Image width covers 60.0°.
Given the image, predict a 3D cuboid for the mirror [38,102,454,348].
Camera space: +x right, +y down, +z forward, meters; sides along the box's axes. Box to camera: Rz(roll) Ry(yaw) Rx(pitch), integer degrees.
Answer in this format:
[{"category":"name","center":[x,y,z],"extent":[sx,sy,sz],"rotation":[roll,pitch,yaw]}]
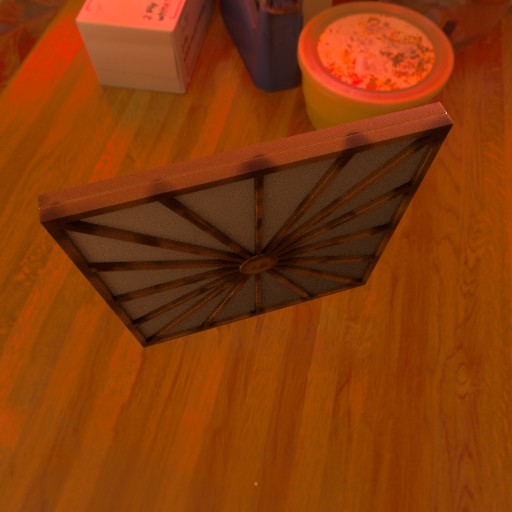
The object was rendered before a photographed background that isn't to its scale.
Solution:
[{"category":"mirror","center":[0.000,0.000,0.755],"extent":[0.509,0.507,0.042],"rotation":[-15,64,-8]}]
